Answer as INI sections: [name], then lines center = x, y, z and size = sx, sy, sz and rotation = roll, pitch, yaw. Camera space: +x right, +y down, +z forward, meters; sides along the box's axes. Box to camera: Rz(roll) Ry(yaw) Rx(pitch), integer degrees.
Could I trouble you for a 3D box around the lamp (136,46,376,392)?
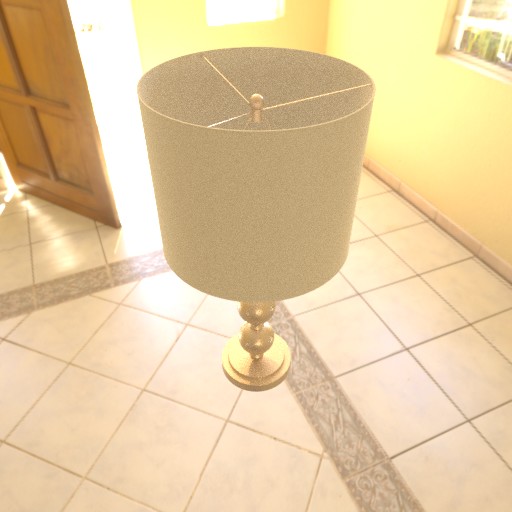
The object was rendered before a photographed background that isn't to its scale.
[lamp]
center = 0.000, 0.000, 0.691
size = 0.277, 0.538, 0.277
rotation = -23, 46, -25
